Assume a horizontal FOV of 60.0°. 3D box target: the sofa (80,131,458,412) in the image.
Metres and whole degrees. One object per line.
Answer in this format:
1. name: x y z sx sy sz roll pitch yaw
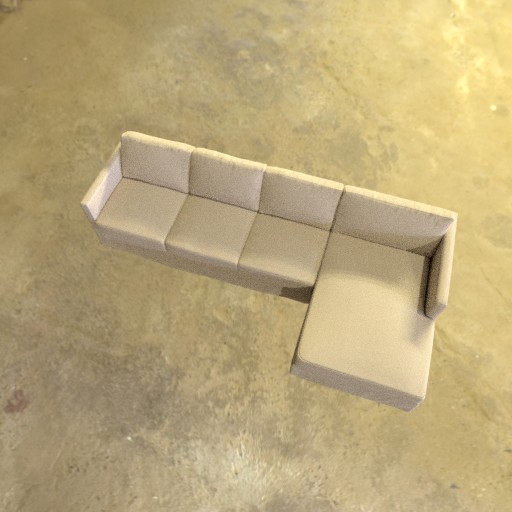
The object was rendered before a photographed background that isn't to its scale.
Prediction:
1. sofa: 0.000 0.000 3.892 3.206 0.871 1.622 16 61 9
